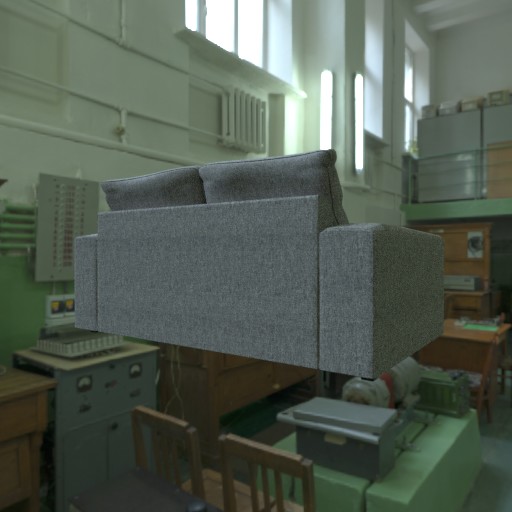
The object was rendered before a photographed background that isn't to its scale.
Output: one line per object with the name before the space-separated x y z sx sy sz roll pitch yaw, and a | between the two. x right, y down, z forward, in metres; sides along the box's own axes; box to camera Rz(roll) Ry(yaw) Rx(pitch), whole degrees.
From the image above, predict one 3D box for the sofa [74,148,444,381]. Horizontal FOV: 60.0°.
sofa | 0.000 0.000 2.448 1.758 0.877 1.094 1 1 35
